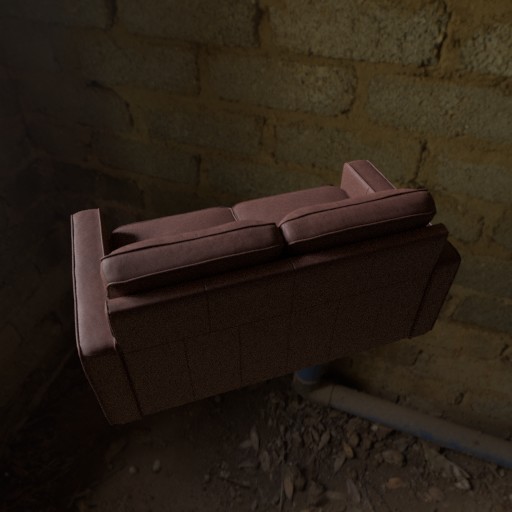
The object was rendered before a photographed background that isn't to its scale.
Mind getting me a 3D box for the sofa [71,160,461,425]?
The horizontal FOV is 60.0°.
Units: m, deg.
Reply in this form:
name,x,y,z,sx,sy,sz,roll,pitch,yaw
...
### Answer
name,x,y,z,sx,sy,sz,roll,pitch,yaw
sofa,0.000,0.000,2.238,1.709,0.918,0.947,-13,44,-13
